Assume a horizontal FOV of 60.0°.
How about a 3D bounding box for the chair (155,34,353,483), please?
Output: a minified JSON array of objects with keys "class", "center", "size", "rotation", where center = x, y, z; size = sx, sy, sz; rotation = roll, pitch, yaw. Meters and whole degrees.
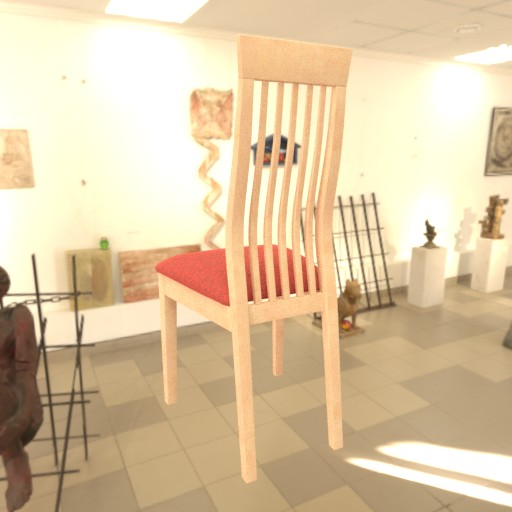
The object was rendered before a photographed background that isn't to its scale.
[{"class":"chair","center":[0.000,0.000,1.242],"size":[0.460,1.027,0.474],"rotation":[-7,15,-27]}]
